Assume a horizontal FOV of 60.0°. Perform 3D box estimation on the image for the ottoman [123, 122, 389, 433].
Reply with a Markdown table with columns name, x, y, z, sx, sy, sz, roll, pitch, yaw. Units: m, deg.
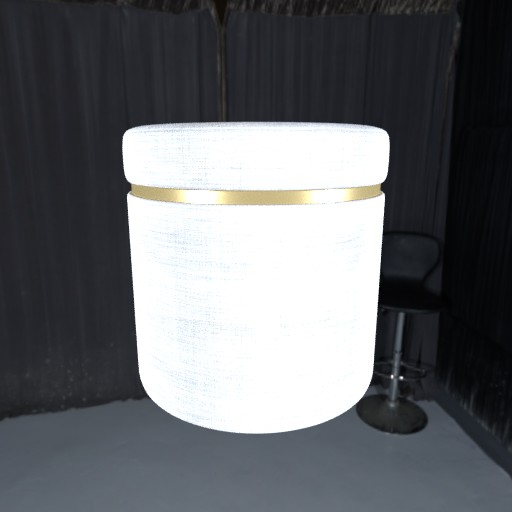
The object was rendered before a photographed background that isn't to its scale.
| name | x | y | z | sx | sy | sz | roll | pitch | yaw |
| --- | --- | --- | --- | --- | --- | --- | --- | --- | --- |
| ottoman | 0.000 | 0.000 | 0.733 | 0.400 | 0.406 | 0.400 | 0 | 14 | 0 |
